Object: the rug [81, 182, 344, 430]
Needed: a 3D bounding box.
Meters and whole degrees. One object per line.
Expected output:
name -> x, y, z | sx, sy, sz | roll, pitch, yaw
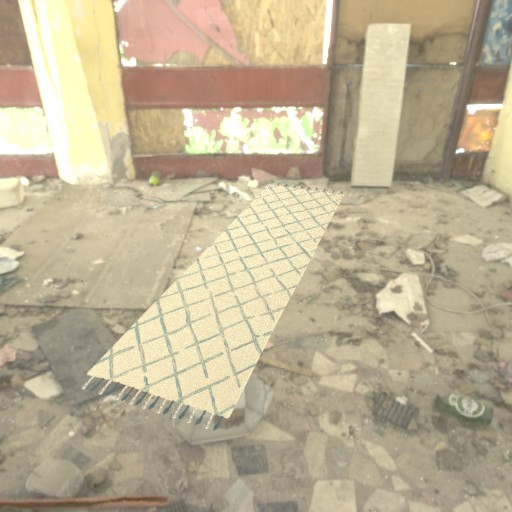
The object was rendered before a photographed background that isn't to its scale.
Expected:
rug -> 0.000, 0.000, 2.584 | 0.620, 0.008, 2.372 | 10, 32, 17
